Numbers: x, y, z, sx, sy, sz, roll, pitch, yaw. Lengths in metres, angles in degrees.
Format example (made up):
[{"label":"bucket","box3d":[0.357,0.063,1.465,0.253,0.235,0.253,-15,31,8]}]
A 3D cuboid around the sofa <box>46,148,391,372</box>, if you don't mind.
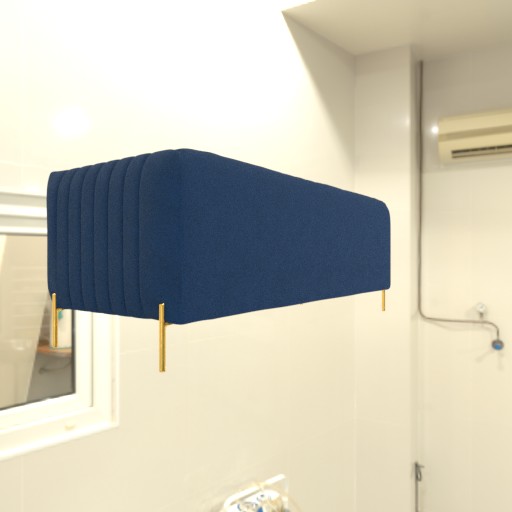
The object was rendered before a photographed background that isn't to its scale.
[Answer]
[{"label":"sofa","box3d":[0.000,0.000,2.583,0.896,0.793,2.136,0,0,36]}]
